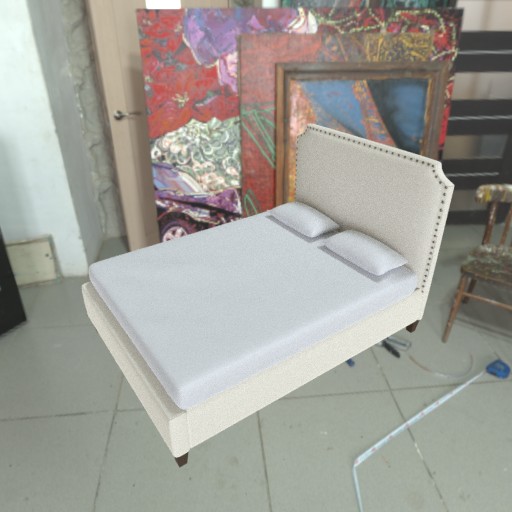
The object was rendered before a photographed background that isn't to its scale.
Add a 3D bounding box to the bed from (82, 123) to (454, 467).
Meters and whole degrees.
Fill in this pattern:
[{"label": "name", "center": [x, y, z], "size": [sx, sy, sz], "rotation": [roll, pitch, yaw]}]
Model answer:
[{"label": "bed", "center": [0.000, 0.000, 3.518], "size": [2.372, 1.497, 1.712], "rotation": [-19, 35, -30]}]
